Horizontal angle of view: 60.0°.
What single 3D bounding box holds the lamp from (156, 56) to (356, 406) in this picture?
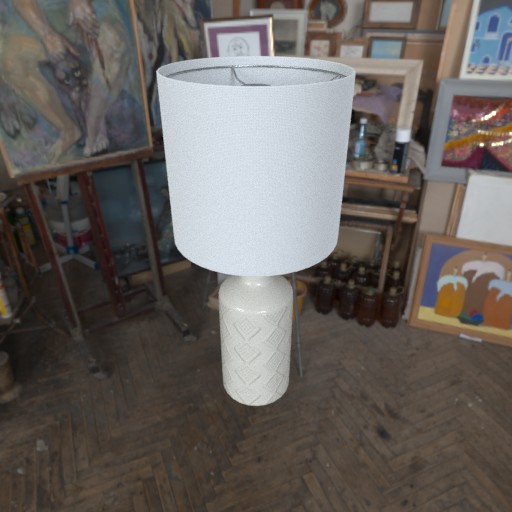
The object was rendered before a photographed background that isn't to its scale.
[{"bbox_3d":[0.000,0.000,0.585,0.207,0.461,0.207,-9,32,-15],"label":"lamp"}]
